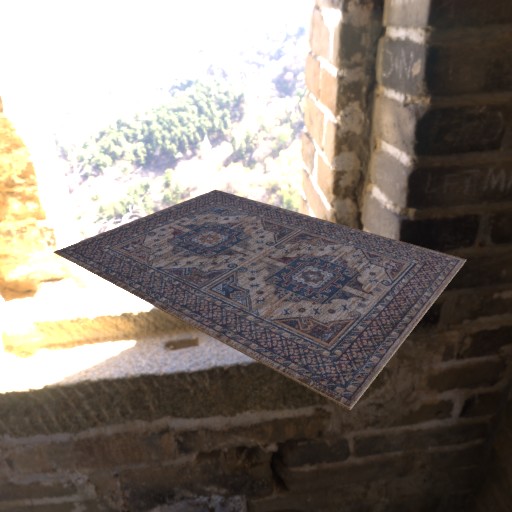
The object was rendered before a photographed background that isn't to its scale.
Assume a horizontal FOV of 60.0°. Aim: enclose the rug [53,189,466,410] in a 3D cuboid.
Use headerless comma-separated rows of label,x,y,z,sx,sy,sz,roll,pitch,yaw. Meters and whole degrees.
rug,0.000,0.000,2.940,2.227,0.008,1.611,20,34,33
